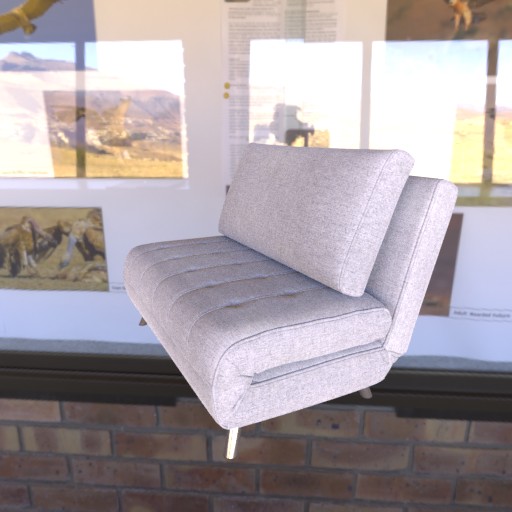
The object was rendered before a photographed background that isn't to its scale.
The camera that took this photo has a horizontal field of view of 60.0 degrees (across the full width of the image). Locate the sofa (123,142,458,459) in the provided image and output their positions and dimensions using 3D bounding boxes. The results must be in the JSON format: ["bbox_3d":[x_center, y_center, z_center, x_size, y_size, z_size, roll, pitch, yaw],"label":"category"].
[{"bbox_3d":[0.000,0.000,1.884,0.910,0.910,1.220,-8,18,-27],"label":"sofa"}]
